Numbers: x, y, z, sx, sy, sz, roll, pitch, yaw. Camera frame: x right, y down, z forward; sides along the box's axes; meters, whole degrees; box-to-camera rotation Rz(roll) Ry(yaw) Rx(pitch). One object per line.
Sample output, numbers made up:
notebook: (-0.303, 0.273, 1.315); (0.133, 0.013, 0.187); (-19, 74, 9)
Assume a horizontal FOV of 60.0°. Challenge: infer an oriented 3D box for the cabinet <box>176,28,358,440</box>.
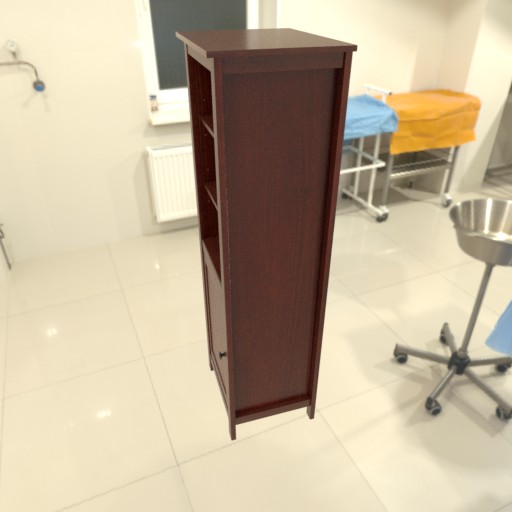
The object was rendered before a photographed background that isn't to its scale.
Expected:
cabinet: (0.000, 0.000, 1.707); (0.401, 1.518, 0.500); (-9, 33, -14)
